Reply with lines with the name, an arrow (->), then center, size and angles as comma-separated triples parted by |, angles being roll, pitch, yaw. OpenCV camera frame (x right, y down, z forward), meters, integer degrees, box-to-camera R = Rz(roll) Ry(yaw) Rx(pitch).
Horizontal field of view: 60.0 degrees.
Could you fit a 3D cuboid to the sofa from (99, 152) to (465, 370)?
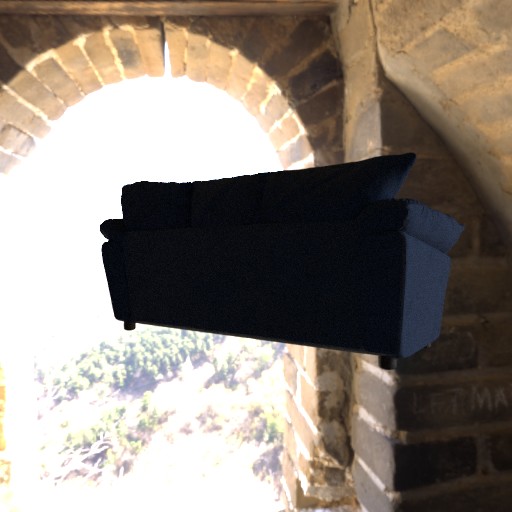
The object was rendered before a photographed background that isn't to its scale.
sofa -> 0.000, 0.000, 2.929 | 2.390, 1.091, 0.907 | 0, 0, 36
